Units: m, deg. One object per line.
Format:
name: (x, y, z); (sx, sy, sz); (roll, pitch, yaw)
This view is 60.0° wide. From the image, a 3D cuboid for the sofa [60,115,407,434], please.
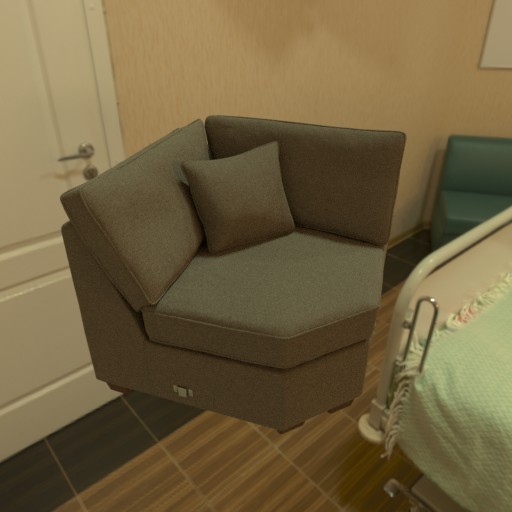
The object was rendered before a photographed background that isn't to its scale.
sofa: (0.000, 0.000, 1.841); (1.042, 0.951, 1.050); (10, 31, 17)
